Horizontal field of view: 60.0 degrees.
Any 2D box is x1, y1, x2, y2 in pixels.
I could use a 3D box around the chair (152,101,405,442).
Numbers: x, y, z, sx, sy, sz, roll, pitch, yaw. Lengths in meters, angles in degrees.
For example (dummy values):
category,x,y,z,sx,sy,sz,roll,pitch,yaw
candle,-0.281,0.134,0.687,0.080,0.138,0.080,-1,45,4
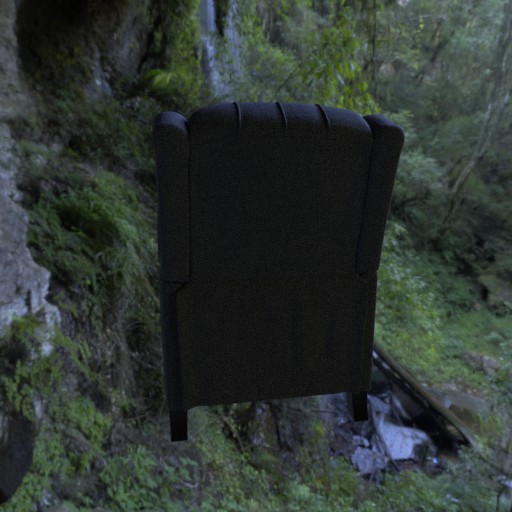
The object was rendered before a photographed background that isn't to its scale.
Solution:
category,x,y,z,sx,sy,sz,roll,pitch,yaw
chair,0.000,0.000,1.662,0.742,1.035,0.898,-2,14,-10
